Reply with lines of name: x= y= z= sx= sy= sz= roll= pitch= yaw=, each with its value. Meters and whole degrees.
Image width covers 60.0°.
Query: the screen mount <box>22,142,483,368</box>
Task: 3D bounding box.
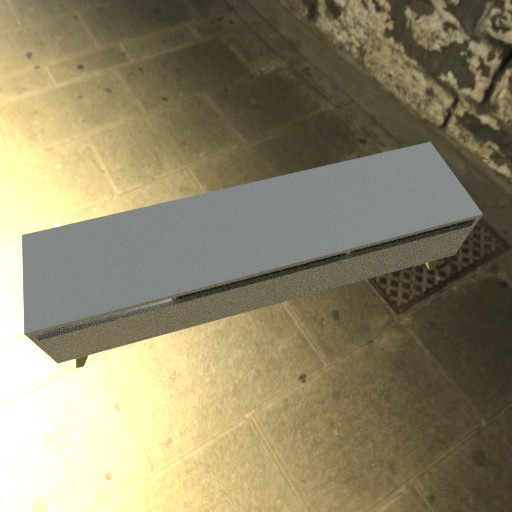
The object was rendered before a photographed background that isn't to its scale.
screen mount: x=0.000 y=0.000 z=1.805 sx=1.644 sy=0.432 sz=0.399 roll=-14 pitch=59 yaw=-9
